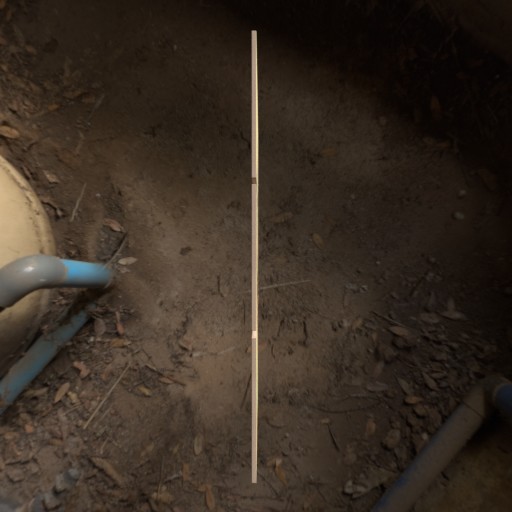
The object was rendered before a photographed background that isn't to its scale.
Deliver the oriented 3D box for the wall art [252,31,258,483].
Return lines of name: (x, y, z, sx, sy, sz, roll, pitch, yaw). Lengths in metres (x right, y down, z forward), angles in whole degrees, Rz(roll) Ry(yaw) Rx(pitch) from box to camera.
wall art: (0.000, 0.000, 1.803, 0.013, 1.218, 1.219, 0, 91, 1)
